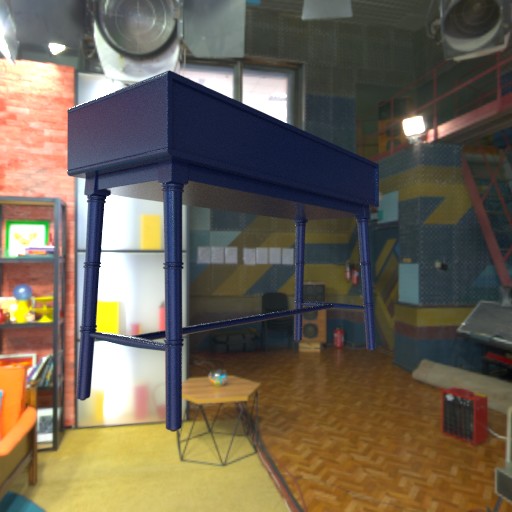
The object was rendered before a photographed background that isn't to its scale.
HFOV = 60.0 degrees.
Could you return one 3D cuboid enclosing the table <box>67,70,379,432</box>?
[{"bbox_3d":[0.000,0.000,1.463,0.399,0.749,1.118,-1,-1,37],"label":"table"}]
